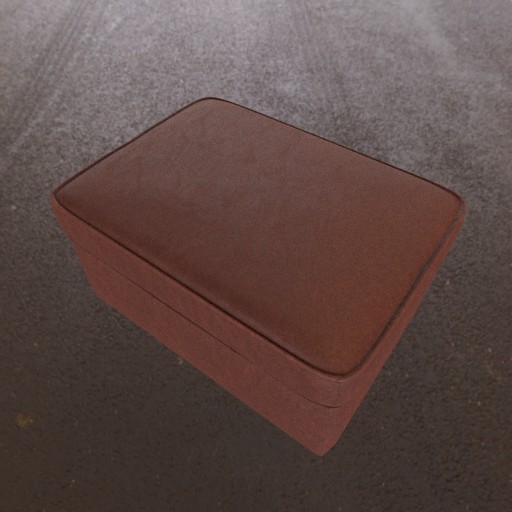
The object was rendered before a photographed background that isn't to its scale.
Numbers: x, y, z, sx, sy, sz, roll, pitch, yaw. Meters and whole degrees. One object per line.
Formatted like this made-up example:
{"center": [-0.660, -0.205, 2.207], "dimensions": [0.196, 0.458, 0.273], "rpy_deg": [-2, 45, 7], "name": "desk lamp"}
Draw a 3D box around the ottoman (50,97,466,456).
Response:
{"center": [0.000, 0.000, 1.061], "dimensions": [0.749, 0.449, 0.548], "rpy_deg": [29, 54, 23], "name": "ottoman"}
